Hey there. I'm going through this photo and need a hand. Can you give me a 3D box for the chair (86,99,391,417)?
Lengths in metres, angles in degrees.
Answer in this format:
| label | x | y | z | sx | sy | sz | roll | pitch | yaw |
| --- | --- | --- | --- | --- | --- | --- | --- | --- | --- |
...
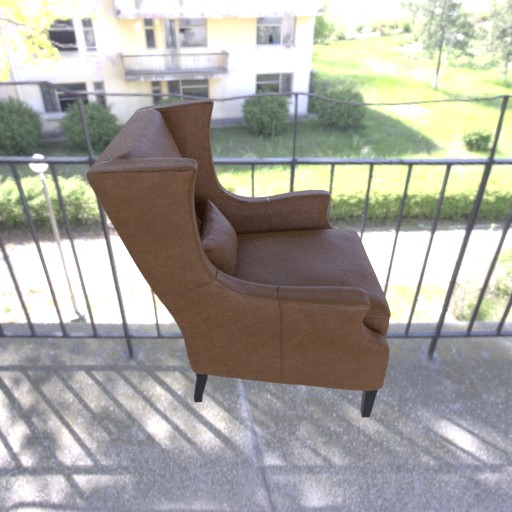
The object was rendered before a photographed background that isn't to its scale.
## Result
| label | x | y | z | sx | sy | sz | roll | pitch | yaw |
| --- | --- | --- | --- | --- | --- | --- | --- | --- | --- |
| chair | 0.000 | 0.000 | 1.716 | 0.925 | 1.016 | 0.852 | -1 | 33 | -1 |
